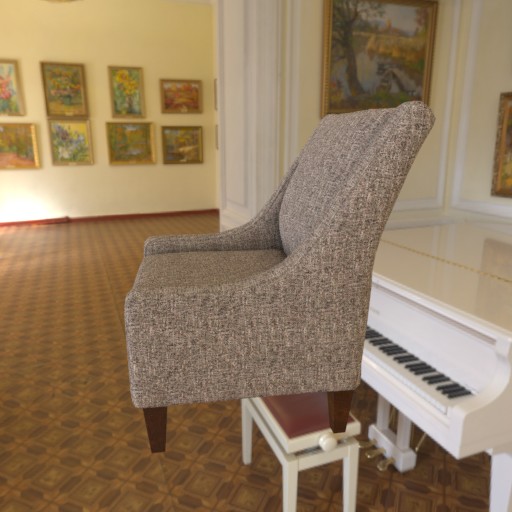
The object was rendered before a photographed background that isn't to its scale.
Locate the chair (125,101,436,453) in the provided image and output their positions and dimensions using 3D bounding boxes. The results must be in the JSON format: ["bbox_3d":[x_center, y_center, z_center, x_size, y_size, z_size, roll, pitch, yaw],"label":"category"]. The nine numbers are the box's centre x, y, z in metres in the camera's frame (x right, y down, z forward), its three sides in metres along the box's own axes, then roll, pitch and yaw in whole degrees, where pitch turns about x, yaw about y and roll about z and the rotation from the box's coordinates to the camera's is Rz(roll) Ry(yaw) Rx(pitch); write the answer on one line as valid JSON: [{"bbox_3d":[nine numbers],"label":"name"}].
[{"bbox_3d":[0.000,0.000,1.595,0.870,1.014,0.774,-2,15,-9],"label":"chair"}]
